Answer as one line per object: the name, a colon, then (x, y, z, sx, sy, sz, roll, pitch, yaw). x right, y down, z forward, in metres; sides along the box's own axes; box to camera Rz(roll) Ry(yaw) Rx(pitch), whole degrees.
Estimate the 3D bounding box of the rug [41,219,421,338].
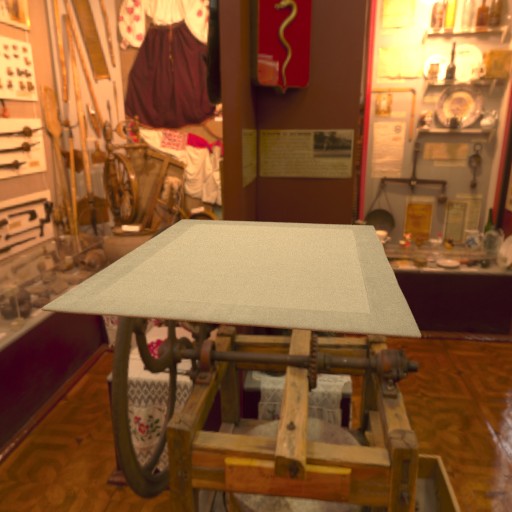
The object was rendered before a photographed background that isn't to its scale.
rug: (0.000, 0.000, 4.152, 2.430, 0.018, 2.976, 3, 17, 9)
